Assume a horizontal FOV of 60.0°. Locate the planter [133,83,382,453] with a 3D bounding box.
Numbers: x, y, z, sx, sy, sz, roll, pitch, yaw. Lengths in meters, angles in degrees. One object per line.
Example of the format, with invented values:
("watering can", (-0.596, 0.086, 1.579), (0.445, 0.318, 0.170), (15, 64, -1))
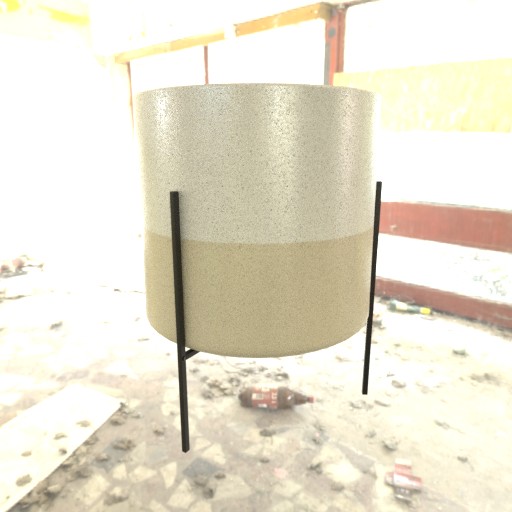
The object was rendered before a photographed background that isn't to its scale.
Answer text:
("planter", (0.000, 0.000, 0.718), (0.359, 0.484, 0.368), (-7, 16, -26))
